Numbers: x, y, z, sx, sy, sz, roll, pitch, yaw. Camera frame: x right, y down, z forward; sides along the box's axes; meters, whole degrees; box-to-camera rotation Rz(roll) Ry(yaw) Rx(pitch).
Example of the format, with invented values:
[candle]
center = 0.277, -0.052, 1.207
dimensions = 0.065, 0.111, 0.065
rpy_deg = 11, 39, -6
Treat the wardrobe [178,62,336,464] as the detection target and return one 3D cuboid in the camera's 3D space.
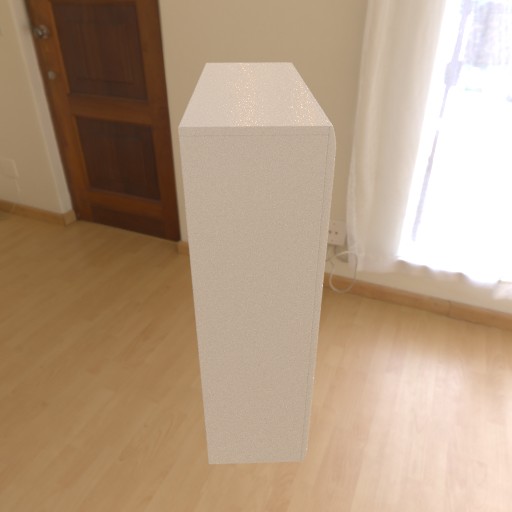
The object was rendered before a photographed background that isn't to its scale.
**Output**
[wardrobe]
center = 0.000, 0.000, 1.642
dimensions = 0.360, 1.200, 0.900
rpy_deg = -1, 32, -1
